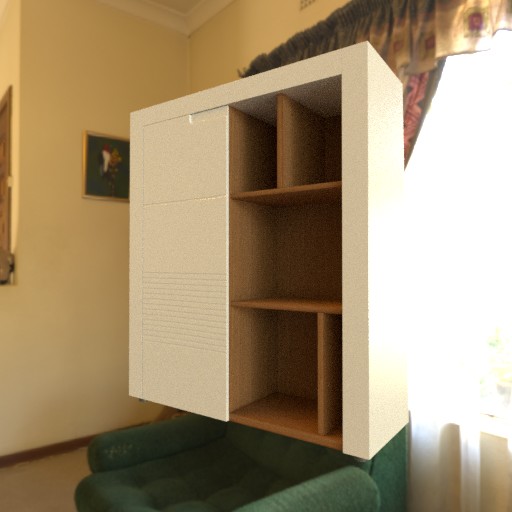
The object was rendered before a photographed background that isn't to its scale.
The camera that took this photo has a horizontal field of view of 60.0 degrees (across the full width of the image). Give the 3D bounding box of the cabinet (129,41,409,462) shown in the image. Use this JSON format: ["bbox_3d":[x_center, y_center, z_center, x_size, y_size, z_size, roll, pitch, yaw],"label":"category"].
[{"bbox_3d":[0.000,0.000,1.617,0.990,1.150,0.348,-1,-1,36],"label":"cabinet"}]
